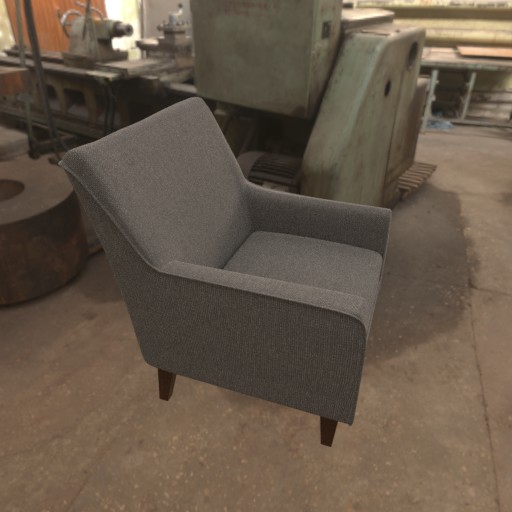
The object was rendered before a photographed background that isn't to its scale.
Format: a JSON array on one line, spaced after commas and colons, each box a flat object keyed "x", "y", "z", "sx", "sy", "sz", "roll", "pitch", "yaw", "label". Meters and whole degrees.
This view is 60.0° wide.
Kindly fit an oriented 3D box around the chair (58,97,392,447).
[{"x": 0.000, "y": 0.000, "z": 1.618, "sx": 0.899, "sy": 0.919, "sz": 0.780, "roll": 11, "pitch": 33, "yaw": 17, "label": "chair"}]
